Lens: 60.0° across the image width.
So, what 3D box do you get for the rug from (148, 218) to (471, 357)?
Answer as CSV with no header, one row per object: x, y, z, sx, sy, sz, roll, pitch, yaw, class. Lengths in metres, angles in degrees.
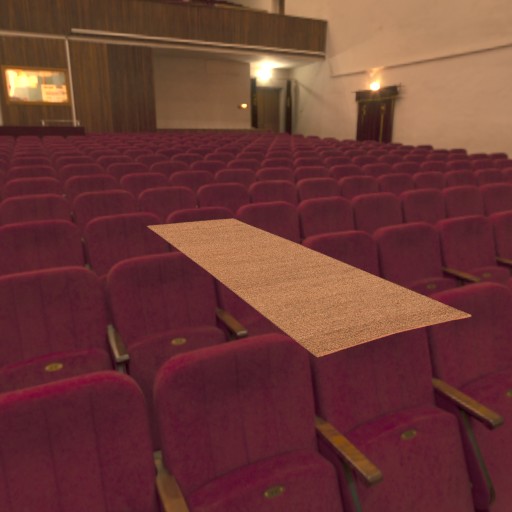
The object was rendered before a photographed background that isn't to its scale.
0.000,0.000,2.616,0.741,0.014,2.390,-7,17,-25,rug
